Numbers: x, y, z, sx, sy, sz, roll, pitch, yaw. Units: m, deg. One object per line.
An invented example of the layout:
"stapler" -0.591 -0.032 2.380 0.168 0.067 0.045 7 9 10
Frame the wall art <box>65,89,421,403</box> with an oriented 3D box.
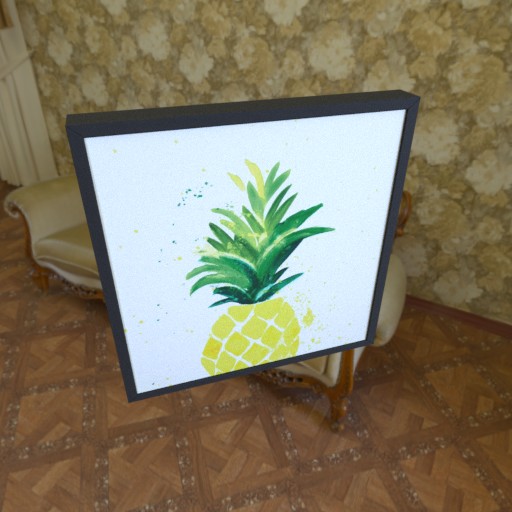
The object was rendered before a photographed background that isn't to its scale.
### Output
"wall art" 0.000 0.000 0.459 0.305 0.304 0.033 -10 33 -15
